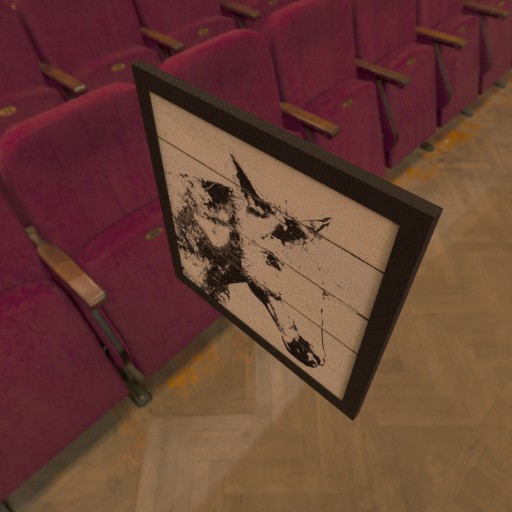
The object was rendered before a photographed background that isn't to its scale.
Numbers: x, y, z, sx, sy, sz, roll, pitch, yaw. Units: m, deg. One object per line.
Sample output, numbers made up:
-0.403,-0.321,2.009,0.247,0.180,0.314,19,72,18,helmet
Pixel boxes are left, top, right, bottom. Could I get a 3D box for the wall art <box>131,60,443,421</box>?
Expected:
0.000,0.000,1.506,1.016,1.016,0.038,35,56,28,wall art
